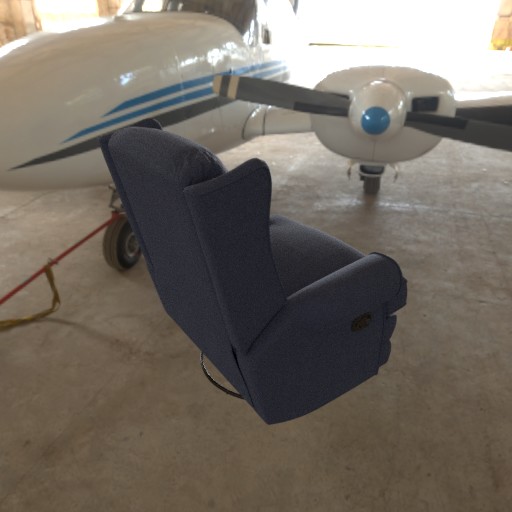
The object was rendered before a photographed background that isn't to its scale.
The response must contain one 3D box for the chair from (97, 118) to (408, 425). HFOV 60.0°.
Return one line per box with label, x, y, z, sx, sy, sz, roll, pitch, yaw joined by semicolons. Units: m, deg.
chair;0.000;0.000;1.728;0.877;1.020;0.971;-18;32;-30
